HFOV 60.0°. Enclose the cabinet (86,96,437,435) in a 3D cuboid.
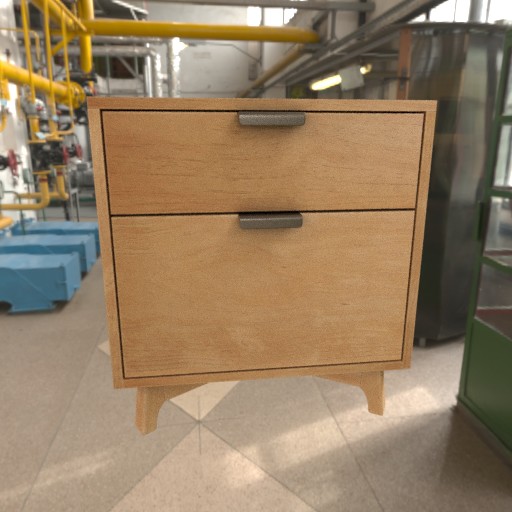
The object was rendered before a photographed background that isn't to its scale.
[{"bbox_3d":[0.000,0.000,0.934,0.551,0.599,0.394,-2,15,-7],"label":"cabinet"}]
